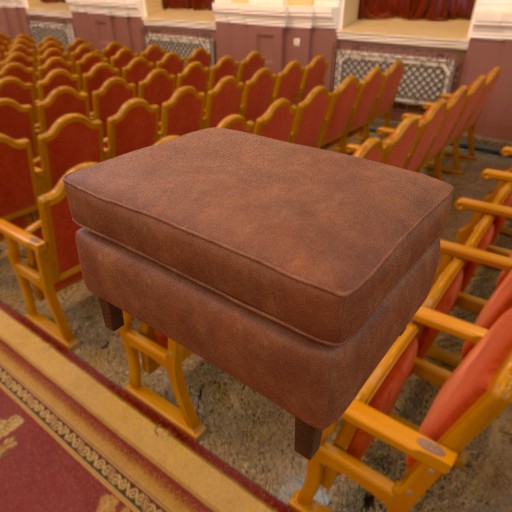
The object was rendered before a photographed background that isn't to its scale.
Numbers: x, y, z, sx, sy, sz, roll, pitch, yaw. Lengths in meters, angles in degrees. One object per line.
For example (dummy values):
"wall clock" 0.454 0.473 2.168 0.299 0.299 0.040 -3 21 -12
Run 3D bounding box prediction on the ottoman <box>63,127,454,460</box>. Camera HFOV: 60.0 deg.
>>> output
"ottoman" 0.000 0.000 0.967 0.665 0.418 0.501 22 38 31
